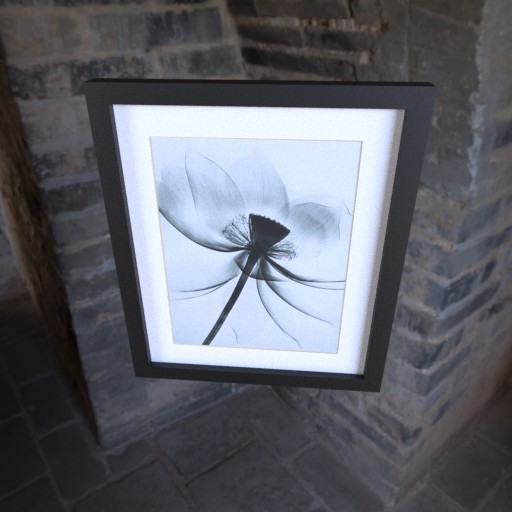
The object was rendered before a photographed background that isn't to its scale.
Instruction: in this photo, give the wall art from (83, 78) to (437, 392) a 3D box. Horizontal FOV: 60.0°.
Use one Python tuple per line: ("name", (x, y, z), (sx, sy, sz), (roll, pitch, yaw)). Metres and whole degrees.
("wall art", (0.000, 0.000, 0.517), (0.330, 0.381, 0.029), (2, 29, 4))
